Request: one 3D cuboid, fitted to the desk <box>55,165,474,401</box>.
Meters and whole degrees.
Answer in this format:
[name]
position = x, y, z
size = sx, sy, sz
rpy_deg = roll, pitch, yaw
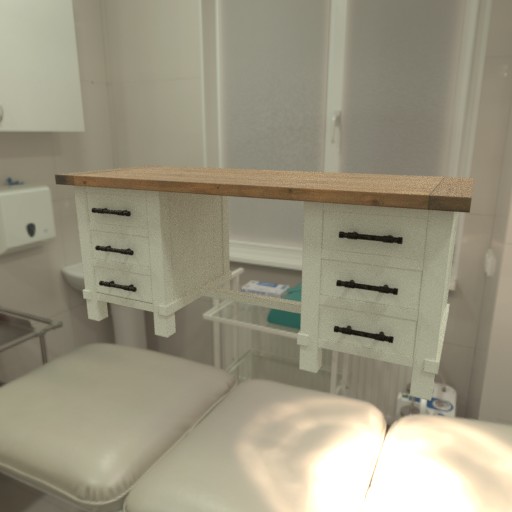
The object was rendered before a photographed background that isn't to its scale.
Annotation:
[desk]
position = 0.000, 0.000, 2.136
size = 1.803, 0.760, 0.688
rpy_deg = 7, 17, 25
